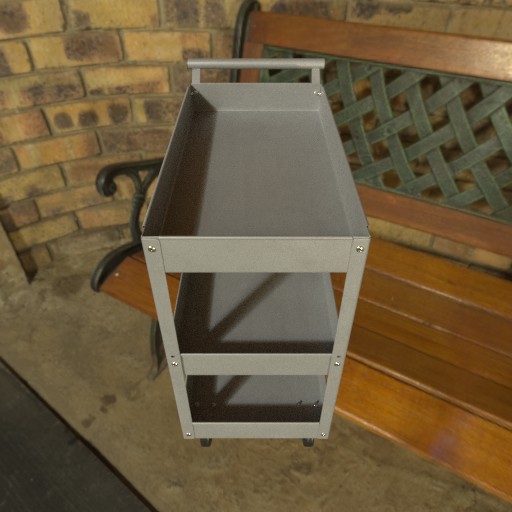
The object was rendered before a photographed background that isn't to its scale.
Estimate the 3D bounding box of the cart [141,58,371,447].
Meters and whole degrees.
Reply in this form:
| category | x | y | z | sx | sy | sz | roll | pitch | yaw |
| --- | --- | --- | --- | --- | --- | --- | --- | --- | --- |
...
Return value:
| category | x | y | z | sx | sy | sz | roll | pitch | yaw |
| --- | --- | --- | --- | --- | --- | --- | --- | --- | --- |
| cart | 0.000 | 0.000 | 1.161 | 0.366 | 0.780 | 0.719 | 0 | 41 | 0 |
